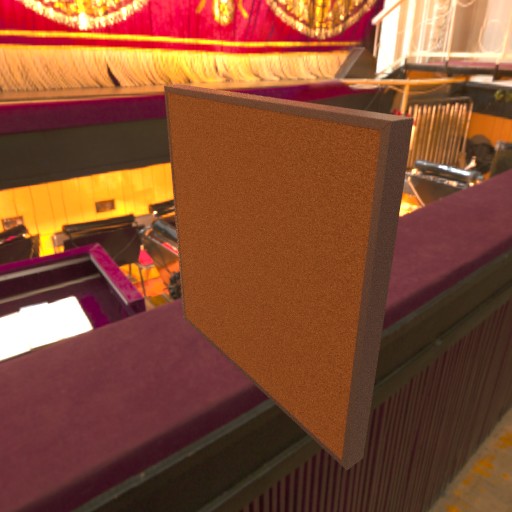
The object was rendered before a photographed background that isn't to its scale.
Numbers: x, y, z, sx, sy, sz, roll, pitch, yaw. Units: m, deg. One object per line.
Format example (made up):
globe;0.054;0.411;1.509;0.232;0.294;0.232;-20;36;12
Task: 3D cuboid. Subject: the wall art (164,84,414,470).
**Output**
wall art;0.000;0.000;0.514;0.028;0.349;0.349;-18;31;-33
